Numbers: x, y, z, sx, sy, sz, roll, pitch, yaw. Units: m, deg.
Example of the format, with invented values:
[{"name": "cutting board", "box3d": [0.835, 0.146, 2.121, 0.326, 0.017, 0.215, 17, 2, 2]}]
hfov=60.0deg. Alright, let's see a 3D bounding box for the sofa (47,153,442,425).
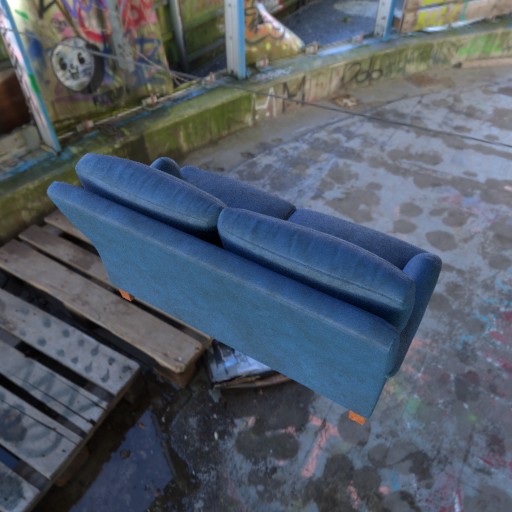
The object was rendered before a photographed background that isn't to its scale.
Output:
[{"name": "sofa", "box3d": [0.000, 0.000, 2.492, 1.853, 1.101, 1.084, 23, 49, 21]}]
